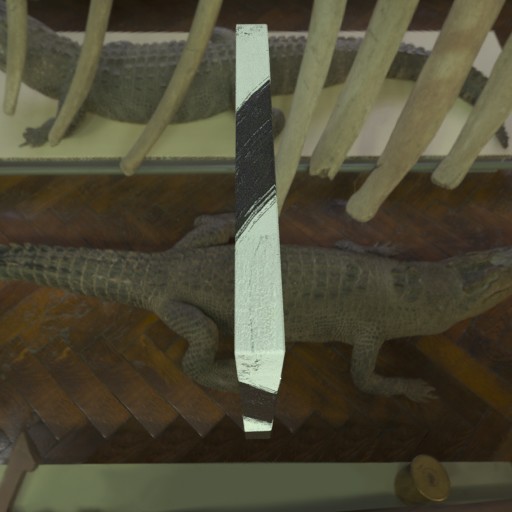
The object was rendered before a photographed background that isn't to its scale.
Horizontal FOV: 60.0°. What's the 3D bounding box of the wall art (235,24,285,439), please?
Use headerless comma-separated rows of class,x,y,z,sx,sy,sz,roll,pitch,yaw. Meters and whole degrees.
wall art,0.000,0.000,0.750,0.050,0.508,0.507,-1,59,-1
